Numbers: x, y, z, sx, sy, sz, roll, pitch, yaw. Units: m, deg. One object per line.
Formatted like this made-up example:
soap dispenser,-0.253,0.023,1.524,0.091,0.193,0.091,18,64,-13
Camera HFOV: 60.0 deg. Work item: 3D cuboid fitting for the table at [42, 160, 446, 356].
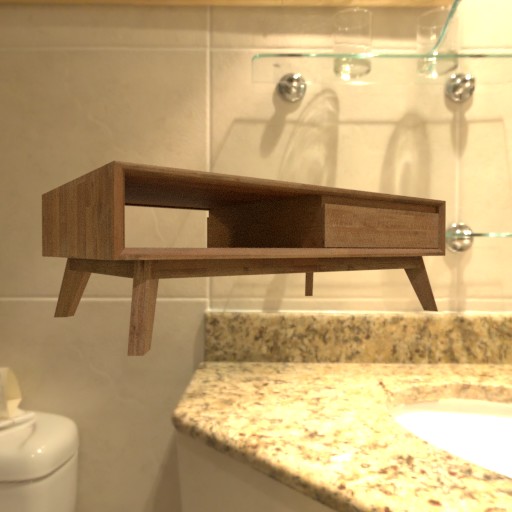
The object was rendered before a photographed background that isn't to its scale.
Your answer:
table,0.000,0.000,2.029,1.619,0.531,0.918,-1,1,-37
